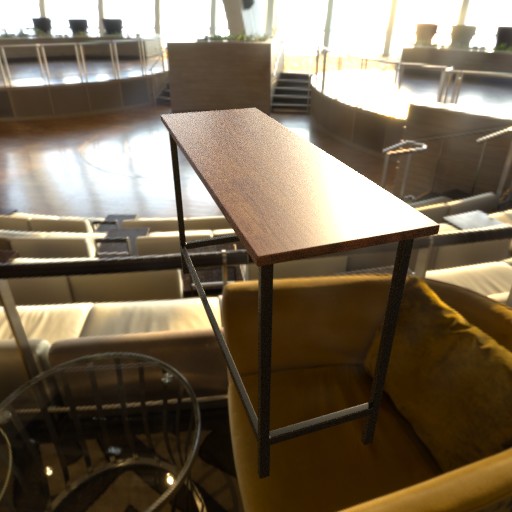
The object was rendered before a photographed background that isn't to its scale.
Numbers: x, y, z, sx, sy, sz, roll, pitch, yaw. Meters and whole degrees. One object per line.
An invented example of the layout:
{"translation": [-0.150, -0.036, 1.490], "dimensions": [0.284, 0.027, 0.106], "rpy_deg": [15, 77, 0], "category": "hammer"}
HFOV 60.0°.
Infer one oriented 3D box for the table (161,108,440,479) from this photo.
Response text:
{"translation": [0.000, 0.000, 1.552], "dimensions": [0.408, 0.740, 1.204], "rpy_deg": [-10, 32, -16], "category": "table"}
